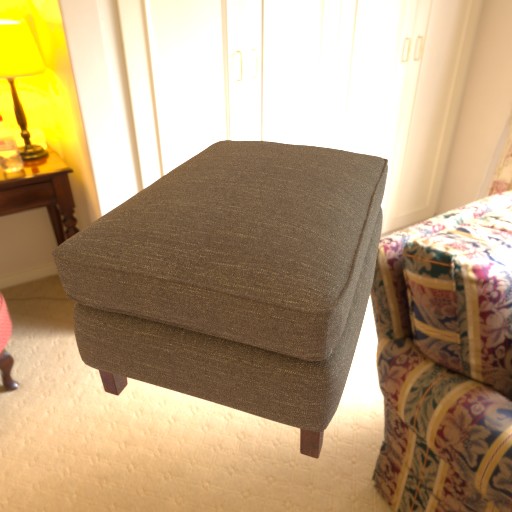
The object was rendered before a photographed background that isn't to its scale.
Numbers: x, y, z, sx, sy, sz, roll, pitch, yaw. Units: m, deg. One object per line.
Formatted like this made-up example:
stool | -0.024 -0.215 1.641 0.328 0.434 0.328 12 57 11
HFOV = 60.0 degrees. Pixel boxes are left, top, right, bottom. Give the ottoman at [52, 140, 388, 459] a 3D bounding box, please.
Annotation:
ottoman | 0.000 0.000 0.978 0.508 0.406 0.686 11 32 17
